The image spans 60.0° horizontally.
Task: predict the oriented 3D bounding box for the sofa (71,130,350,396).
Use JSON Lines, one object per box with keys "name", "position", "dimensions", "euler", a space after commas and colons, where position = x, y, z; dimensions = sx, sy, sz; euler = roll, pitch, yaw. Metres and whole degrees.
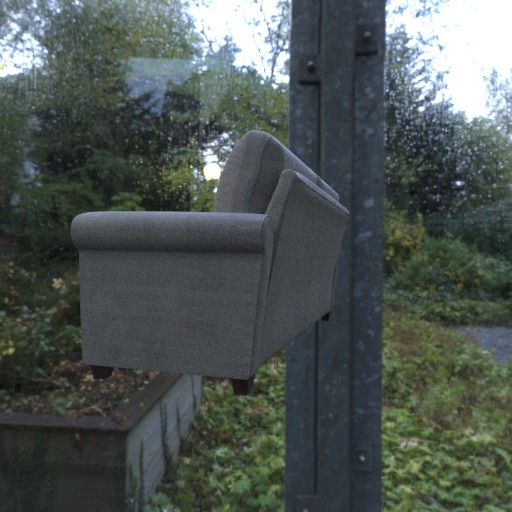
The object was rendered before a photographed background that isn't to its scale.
{"name": "sofa", "position": [0.000, 0.000, 2.449], "dimensions": [0.842, 0.942, 1.935], "euler": [0, 0, 18]}
